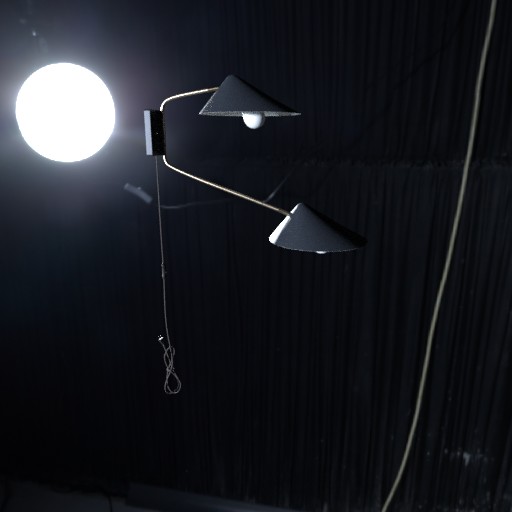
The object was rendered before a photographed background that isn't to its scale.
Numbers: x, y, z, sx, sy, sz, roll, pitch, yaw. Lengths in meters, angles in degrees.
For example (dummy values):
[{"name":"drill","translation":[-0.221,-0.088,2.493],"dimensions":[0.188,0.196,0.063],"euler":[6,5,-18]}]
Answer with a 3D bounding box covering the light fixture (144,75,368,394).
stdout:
[{"name":"light fixture","translation":[0.000,0.000,0.871],"dimensions":[0.422,0.665,0.189],"euler":[3,16,11]}]
